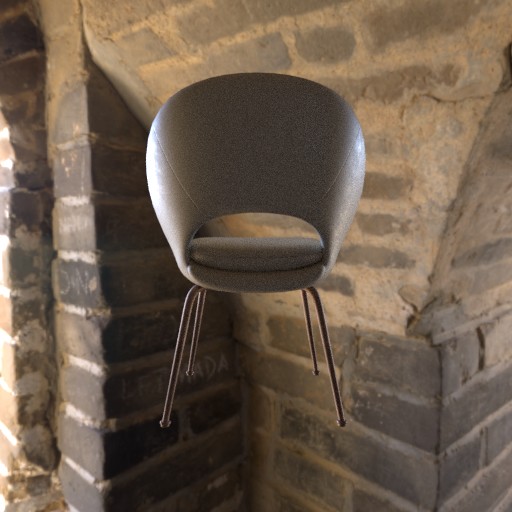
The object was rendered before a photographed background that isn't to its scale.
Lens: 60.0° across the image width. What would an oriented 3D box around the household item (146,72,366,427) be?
[{"bbox_3d":[0.000,0.000,1.289,0.623,0.852,0.573,0,1,0],"label":"household item"}]
